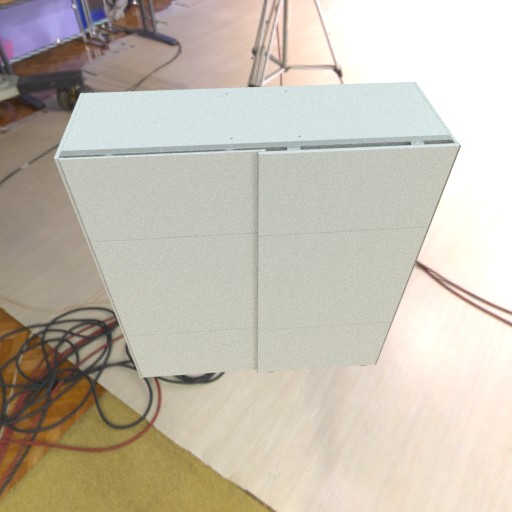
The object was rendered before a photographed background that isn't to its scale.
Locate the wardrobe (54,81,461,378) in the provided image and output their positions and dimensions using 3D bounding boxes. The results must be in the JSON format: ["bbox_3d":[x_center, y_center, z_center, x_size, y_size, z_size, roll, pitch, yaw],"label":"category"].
[{"bbox_3d":[0.000,0.000,2.843,1.780,1.960,0.629,-3,47,-3],"label":"wardrobe"}]
